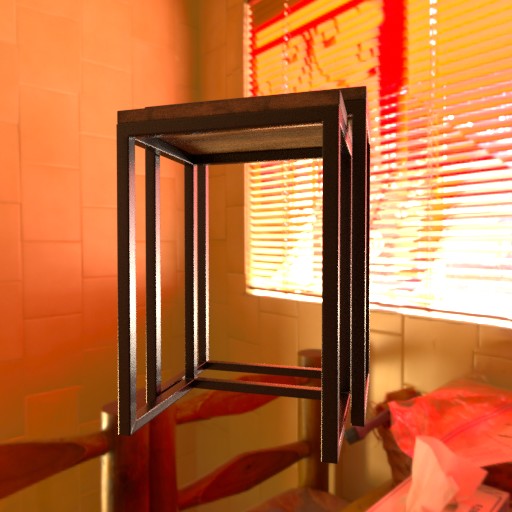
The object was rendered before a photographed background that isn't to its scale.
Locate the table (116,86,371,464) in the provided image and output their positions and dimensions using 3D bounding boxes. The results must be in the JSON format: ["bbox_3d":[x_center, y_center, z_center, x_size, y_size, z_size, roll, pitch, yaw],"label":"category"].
[{"bbox_3d":[0.000,0.000,0.927,0.456,0.615,0.460,0,1,18],"label":"table"}]
